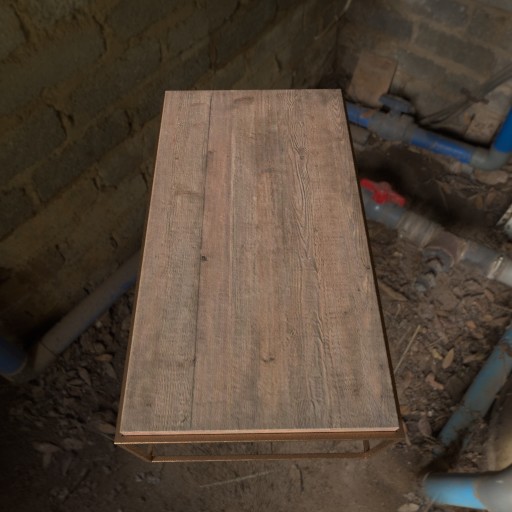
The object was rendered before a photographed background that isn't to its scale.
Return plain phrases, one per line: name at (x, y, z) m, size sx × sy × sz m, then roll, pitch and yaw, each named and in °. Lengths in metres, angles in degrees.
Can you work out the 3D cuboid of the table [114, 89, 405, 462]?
table at (0.000, 0.000, 1.705) m, size 0.775 × 0.468 × 1.387 m, roll -1°, pitch 59°, yaw 0°
